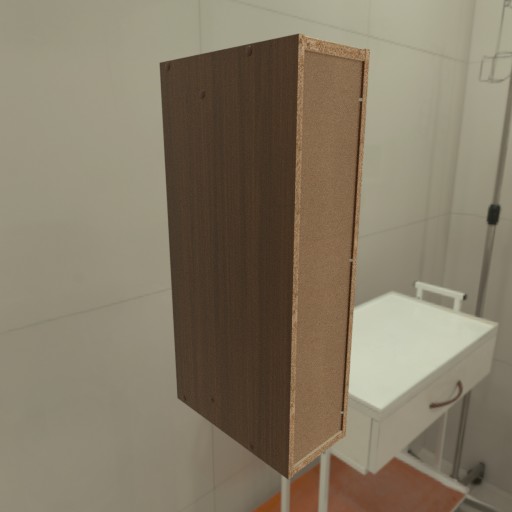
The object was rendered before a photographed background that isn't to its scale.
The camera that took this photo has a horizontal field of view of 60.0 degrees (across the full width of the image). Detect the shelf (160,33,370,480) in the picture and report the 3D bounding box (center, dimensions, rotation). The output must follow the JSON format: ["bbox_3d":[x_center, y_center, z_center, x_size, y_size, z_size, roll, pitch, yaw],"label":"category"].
[{"bbox_3d":[0.000,0.000,0.723,0.147,0.600,0.290,-14,21,-42],"label":"shelf"}]
